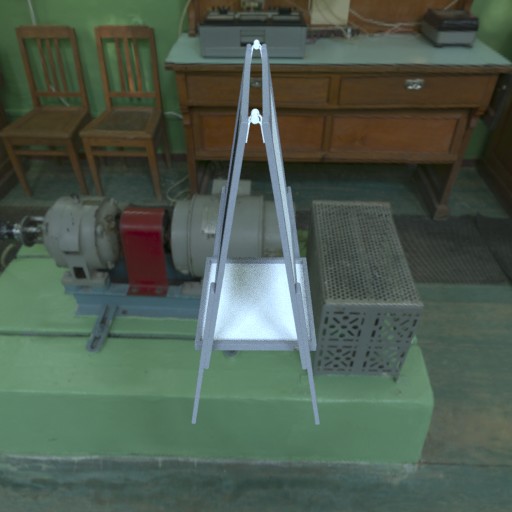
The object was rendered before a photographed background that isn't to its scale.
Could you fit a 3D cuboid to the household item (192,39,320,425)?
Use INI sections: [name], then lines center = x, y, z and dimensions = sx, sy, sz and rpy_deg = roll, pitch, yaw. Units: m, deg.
[household item]
center = 0.000, 0.000, 1.445
dimensions = 0.469, 1.172, 0.531
rpy_deg = 0, 41, 0
